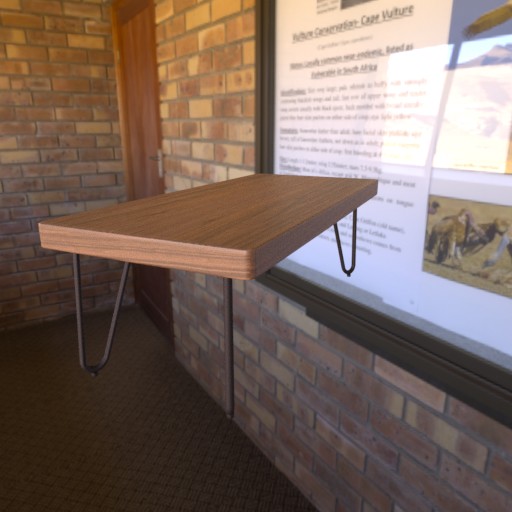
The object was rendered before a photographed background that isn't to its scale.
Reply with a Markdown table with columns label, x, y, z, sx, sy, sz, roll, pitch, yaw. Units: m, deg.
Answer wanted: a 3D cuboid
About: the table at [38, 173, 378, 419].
| label | x | y | z | sx | sy | sz | roll | pitch | yaw |
| --- | --- | --- | --- | --- | --- | --- | --- | --- | --- |
| table | 0.000 | 0.000 | 1.692 | 0.637 | 0.468 | 1.375 | 8 | 18 | 24 |
